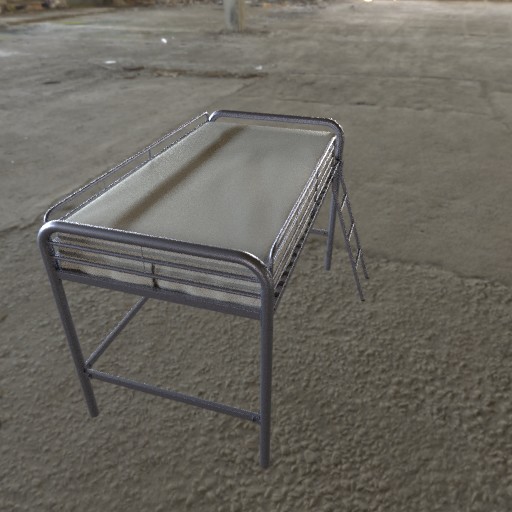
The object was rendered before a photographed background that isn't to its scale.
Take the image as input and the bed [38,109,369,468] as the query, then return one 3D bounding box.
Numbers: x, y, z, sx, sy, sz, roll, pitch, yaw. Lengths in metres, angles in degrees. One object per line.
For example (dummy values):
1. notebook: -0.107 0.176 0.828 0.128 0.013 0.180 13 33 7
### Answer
1. bed: 0.000 0.000 2.834 1.415 1.288 1.965 10 34 15
